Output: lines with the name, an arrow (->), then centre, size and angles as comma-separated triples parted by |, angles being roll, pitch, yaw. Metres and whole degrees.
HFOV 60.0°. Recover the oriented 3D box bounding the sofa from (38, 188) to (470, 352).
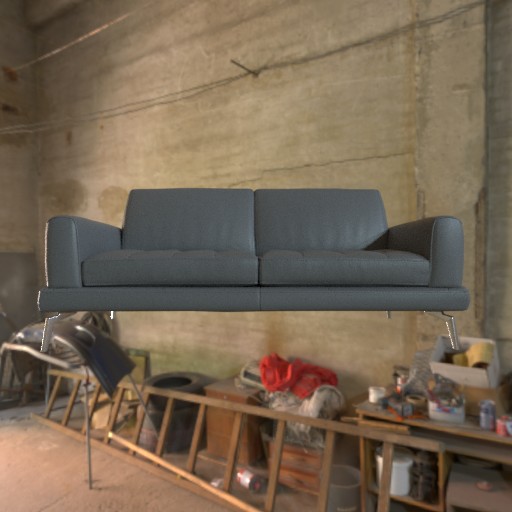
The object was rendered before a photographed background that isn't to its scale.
sofa -> 0.000, 0.000, 2.713 | 2.177, 0.930, 1.121 | 0, 0, -1
